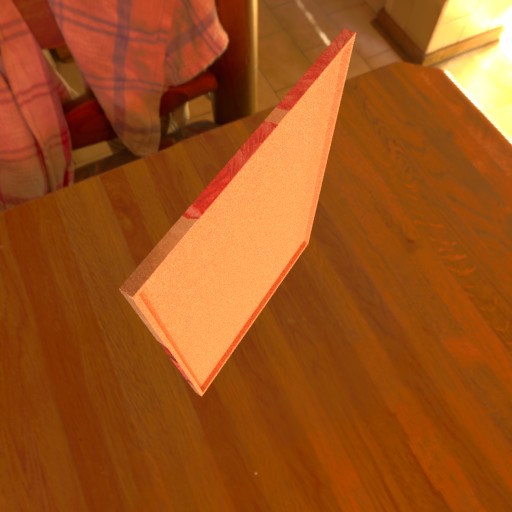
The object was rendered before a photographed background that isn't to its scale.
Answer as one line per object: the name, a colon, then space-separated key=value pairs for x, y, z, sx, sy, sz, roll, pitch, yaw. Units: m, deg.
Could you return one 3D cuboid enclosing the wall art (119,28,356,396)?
wall art: x=0.000 y=0.000 z=1.312 sx=0.031 sy=1.015 sz=0.762 roll=31 pitch=68 yaw=14
